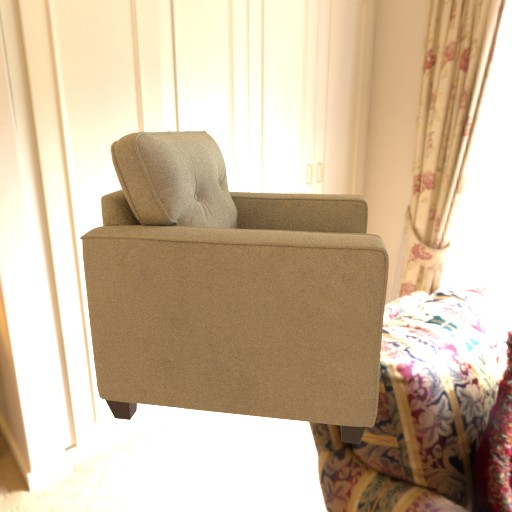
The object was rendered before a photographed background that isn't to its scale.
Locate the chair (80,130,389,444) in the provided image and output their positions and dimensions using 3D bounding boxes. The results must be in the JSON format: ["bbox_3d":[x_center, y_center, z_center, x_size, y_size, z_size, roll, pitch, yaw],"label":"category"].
[{"bbox_3d":[0.000,0.000,1.776,0.939,0.965,1.015,3,16,9],"label":"chair"}]
